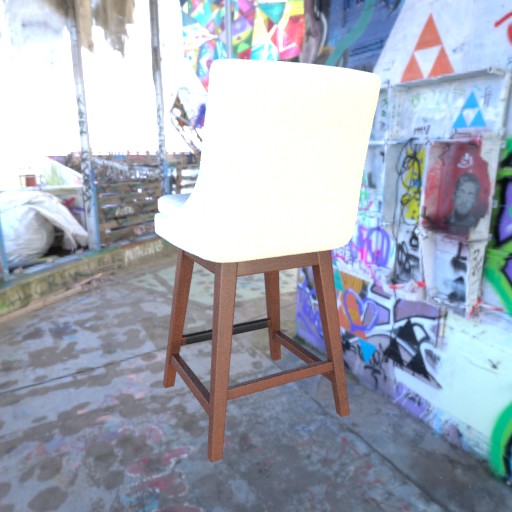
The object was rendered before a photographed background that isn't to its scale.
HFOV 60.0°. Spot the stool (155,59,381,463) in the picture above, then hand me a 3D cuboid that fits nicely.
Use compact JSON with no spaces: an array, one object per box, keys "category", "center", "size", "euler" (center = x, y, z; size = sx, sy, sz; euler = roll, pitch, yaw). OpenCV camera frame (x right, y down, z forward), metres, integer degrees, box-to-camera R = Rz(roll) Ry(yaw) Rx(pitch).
[{"category":"stool","center":[0.000,0.000,1.323],"size":[0.469,0.991,0.559],"euler":[-7,16,-27]}]
